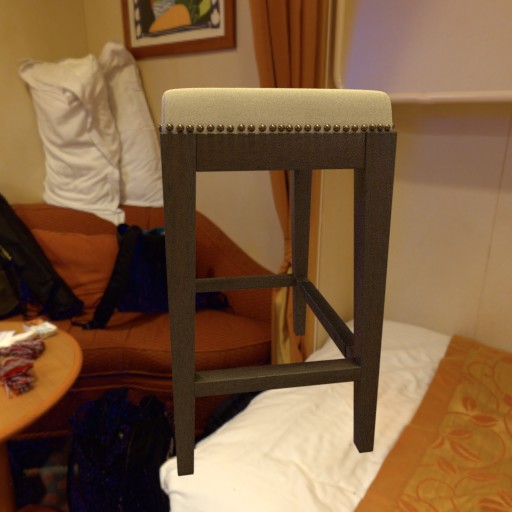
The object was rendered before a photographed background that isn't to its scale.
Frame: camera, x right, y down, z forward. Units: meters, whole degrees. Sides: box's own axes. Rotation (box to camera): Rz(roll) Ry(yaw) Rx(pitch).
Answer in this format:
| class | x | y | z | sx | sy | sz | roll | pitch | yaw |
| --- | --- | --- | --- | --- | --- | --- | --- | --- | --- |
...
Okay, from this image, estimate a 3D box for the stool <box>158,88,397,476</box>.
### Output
| class | x | y | z | sx | sy | sz | roll | pitch | yaw |
| --- | --- | --- | --- | --- | --- | --- | --- | --- | --- |
| stool | 0.000 | 0.000 | 0.939 | 0.361 | 0.642 | 0.500 | -3 | 18 | -9 |
